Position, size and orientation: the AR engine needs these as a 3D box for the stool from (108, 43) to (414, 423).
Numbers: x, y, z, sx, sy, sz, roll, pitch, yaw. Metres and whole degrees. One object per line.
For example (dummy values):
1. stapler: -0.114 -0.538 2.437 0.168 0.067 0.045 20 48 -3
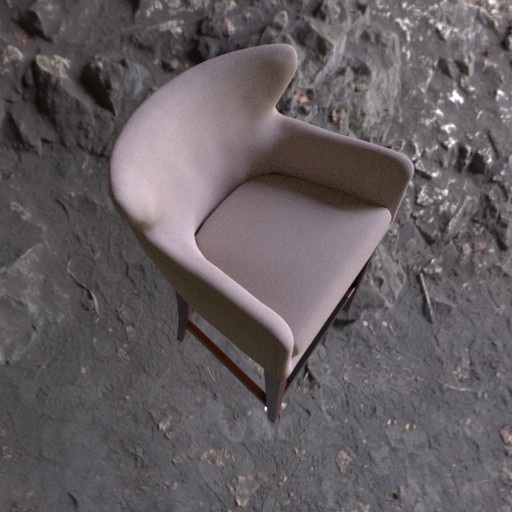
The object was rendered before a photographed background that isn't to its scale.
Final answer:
1. stool: 0.000 0.000 1.299 0.570 0.951 0.601 31 63 18
